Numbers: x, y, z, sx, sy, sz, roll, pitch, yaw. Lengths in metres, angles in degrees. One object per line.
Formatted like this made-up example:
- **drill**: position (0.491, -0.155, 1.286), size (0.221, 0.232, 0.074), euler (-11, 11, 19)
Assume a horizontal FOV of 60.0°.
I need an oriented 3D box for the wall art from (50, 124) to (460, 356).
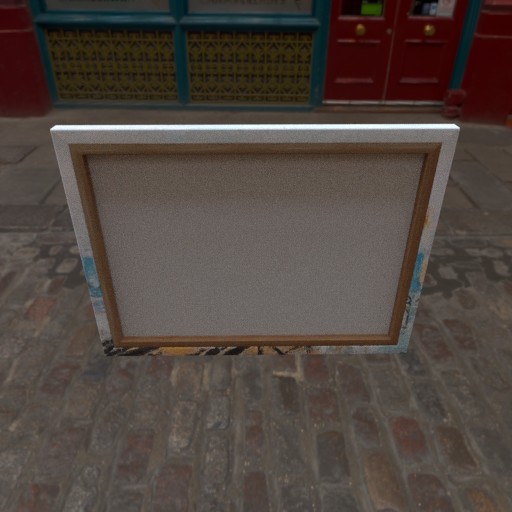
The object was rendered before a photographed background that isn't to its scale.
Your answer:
- **wall art**: position (0.000, 0.000, 1.309), size (1.016, 0.762, 0.038), euler (0, 32, -1)
